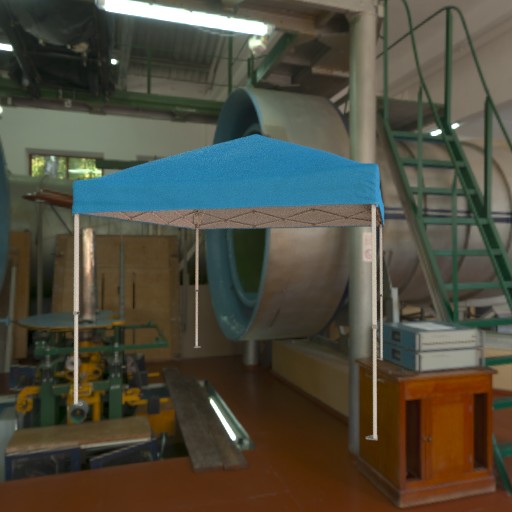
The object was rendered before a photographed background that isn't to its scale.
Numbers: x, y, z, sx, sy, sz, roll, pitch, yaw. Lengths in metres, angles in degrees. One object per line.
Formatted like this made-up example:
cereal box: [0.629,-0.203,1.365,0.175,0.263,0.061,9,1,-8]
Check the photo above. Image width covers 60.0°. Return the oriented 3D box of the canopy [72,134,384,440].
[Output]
canopy: [0.000,0.000,5.455,2.996,2.997,2.998,0,0,17]
